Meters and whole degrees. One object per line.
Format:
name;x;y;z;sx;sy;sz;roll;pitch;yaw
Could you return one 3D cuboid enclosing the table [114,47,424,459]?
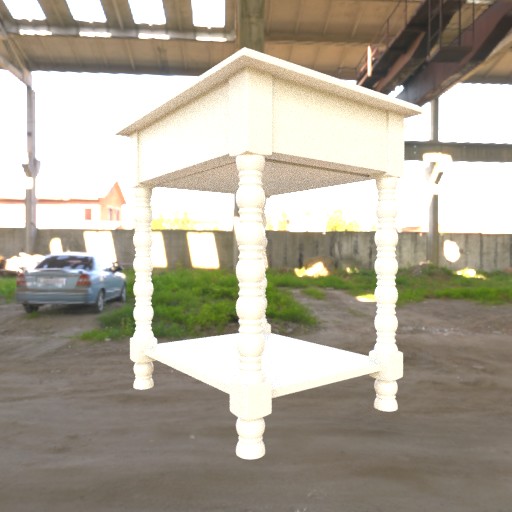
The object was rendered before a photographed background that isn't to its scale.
table;0.000;0.000;0.836;0.381;0.531;0.460;0;1;-37
